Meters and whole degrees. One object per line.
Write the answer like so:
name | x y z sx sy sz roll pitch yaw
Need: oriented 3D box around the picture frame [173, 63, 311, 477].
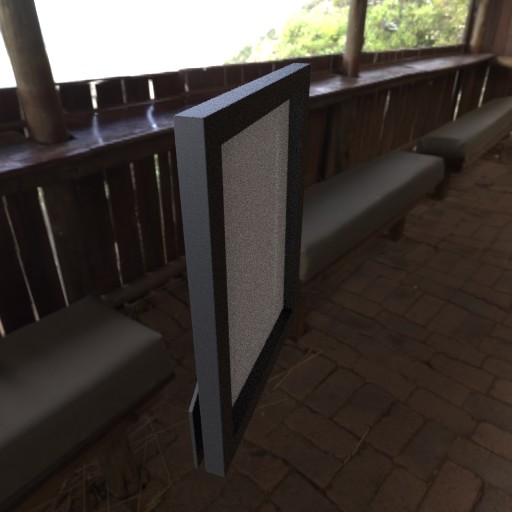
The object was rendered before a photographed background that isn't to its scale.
picture frame | 0.000 0.000 0.517 0.036 0.383 0.307 10 31 17
